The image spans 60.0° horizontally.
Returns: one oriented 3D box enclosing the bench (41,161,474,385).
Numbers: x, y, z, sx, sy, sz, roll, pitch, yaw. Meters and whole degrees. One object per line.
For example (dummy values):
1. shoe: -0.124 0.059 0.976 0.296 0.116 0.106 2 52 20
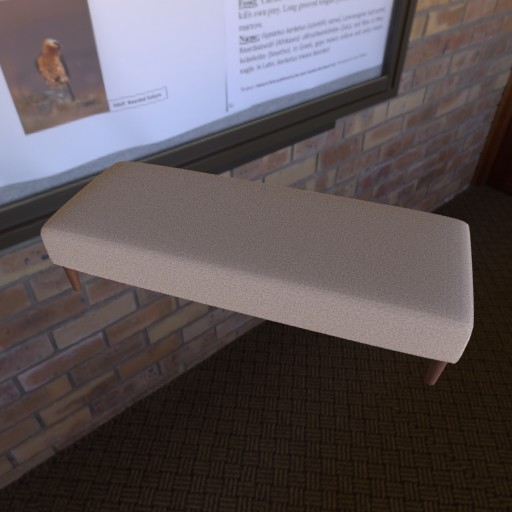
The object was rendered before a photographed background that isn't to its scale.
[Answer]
1. bench: 0.000 0.000 1.848 1.598 0.383 0.631 12 42 14
